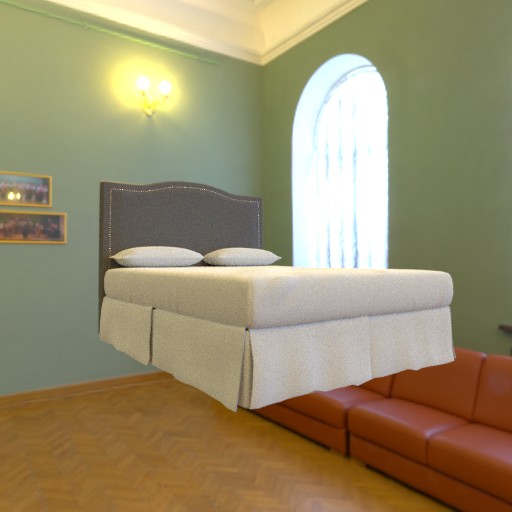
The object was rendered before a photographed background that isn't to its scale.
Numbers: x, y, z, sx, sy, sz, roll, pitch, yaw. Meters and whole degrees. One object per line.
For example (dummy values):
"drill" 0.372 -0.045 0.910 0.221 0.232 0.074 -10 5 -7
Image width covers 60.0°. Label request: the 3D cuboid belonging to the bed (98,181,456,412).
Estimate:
"bed" 0.000 0.000 3.403 1.821 1.436 2.282 0 0 -36
